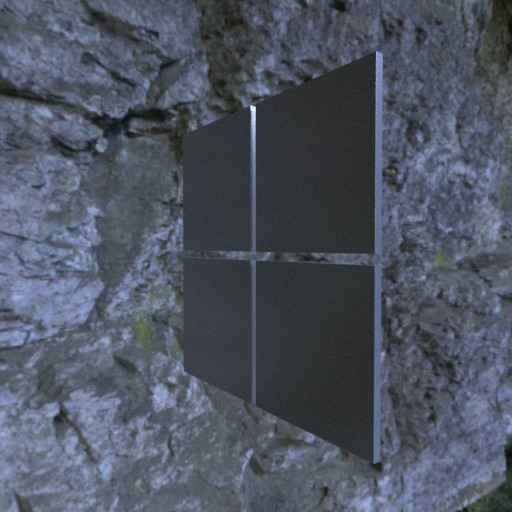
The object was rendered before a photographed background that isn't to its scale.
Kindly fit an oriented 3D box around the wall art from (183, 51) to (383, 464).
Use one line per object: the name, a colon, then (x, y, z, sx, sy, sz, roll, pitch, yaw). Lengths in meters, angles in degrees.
wall art: (0.000, 0.000, 1.658, 0.029, 1.118, 1.118, -1, 2, -37)
